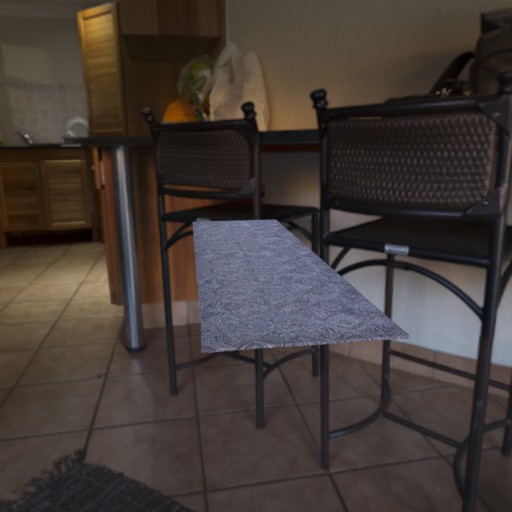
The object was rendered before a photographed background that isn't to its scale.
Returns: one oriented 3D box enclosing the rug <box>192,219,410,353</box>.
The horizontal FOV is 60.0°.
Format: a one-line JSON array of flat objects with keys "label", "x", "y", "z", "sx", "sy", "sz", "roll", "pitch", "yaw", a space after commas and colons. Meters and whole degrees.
[{"label": "rug", "x": 0.000, "y": 0.000, "z": 2.517, "sx": 0.691, "sy": 0.011, "sz": 2.296, "roll": -2, "pitch": 15, "yaw": -8}]
